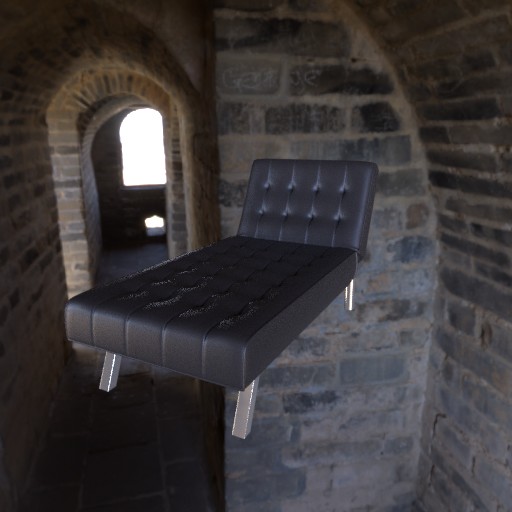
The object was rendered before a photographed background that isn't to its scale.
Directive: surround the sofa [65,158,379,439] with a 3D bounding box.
[{"bbox_3d":[0.000,0.000,2.060,0.760,0.820,1.560,8,17,27],"label":"sofa"}]
